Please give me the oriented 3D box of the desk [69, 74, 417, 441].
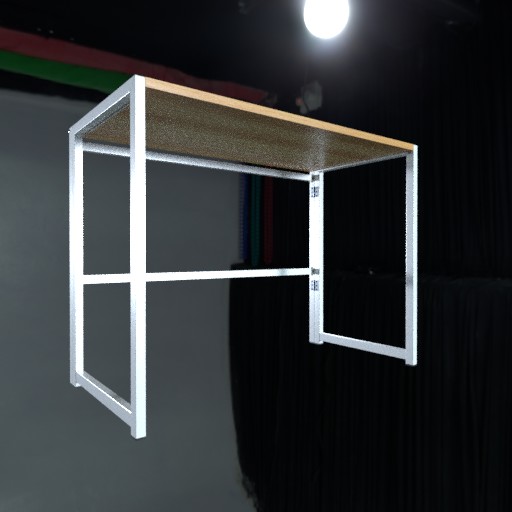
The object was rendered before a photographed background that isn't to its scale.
[{"bbox_3d":[0.000,0.000,1.427,1.016,0.762,0.508,0,1,-37],"label":"desk"}]
